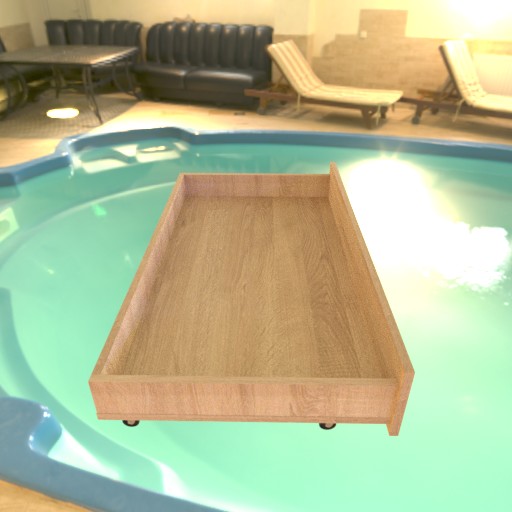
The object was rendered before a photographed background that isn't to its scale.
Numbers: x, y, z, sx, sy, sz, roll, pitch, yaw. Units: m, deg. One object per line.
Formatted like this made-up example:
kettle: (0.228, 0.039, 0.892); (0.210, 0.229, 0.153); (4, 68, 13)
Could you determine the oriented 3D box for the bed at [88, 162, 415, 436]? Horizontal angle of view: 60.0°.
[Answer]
bed: (0.000, 0.000, 1.453); (0.685, 0.209, 1.200); (1, 32, 1)
